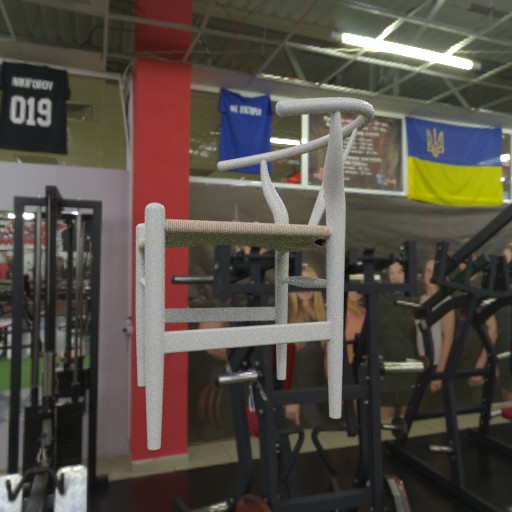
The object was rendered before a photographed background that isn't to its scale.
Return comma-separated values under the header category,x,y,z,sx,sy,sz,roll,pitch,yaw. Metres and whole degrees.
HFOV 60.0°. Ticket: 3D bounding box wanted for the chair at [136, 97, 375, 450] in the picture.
category,x,y,z,sx,sy,sz,roll,pitch,yaw
chair,0.000,0.000,1.132,0.579,0.730,0.569,0,-1,-17
